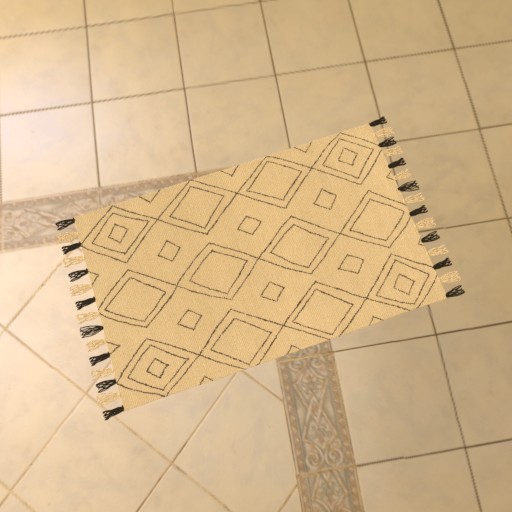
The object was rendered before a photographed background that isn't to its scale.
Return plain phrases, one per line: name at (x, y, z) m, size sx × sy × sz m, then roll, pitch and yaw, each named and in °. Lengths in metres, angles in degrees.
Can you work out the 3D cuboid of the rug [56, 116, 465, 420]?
rug at (0.000, 0.000, 3.304) m, size 2.755 × 0.021 × 1.524 m, roll -18°, pitch 77°, yaw -4°
